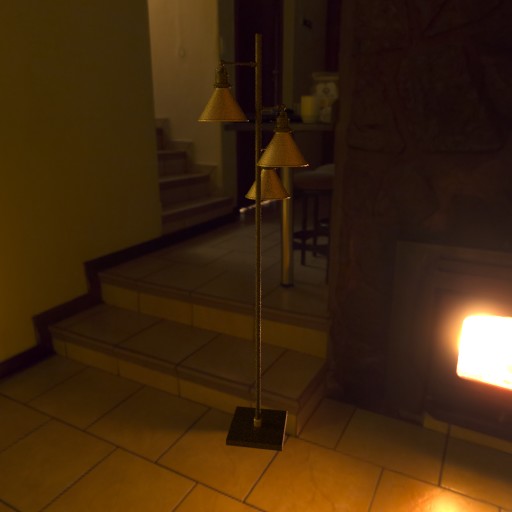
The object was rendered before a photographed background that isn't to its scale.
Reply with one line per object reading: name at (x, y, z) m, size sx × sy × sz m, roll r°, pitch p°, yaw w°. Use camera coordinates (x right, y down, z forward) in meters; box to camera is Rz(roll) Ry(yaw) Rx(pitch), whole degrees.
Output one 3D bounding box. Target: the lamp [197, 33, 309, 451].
lamp at (0.000, 0.000, 1.895) m, size 0.428 × 1.716 × 0.415 m, roll 2°, pitch 17°, yaw 8°
